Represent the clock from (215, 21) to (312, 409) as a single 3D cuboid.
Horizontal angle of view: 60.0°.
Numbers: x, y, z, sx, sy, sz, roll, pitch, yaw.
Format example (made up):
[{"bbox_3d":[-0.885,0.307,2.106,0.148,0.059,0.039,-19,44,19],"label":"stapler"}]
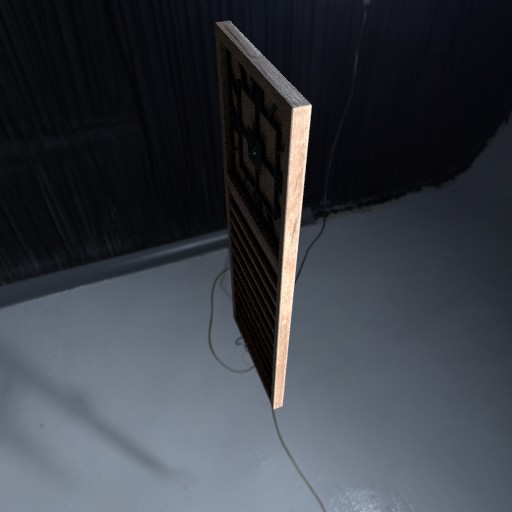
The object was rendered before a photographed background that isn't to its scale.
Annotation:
[{"bbox_3d":[0.000,0.000,1.092,0.030,0.965,0.361,-16,48,-15],"label":"clock"}]
